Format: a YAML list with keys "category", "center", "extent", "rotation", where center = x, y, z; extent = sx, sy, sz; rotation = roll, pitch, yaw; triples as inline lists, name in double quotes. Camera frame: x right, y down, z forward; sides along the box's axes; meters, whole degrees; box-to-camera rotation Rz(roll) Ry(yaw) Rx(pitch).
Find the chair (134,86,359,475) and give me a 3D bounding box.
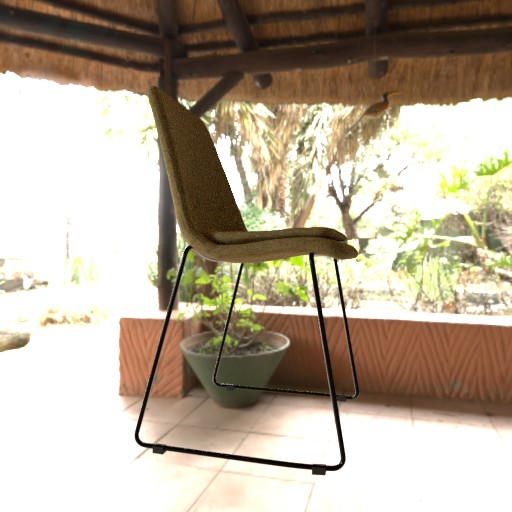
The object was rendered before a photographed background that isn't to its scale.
- category: "chair"
  center: [0.000, 0.000, 1.139]
  extent: [0.496, 0.849, 0.479]
  rotation: [0, 0, 16]
